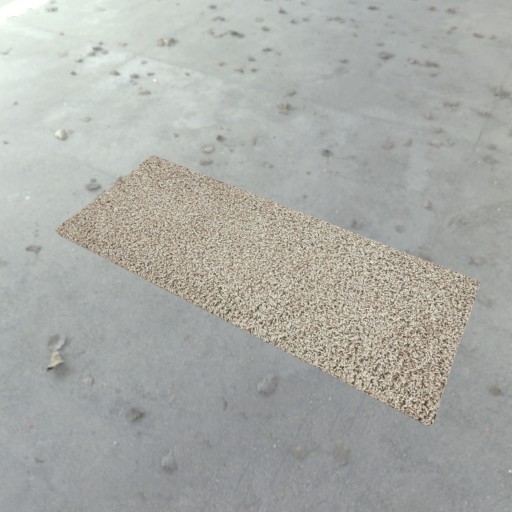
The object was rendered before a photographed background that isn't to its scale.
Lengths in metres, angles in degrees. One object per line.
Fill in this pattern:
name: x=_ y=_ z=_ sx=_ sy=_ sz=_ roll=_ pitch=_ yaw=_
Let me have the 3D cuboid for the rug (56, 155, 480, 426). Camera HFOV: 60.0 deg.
rug: x=0.000 y=0.000 z=1.690 sx=1.524 sy=0.030 sz=0.609 roll=24 pitch=52 yaw=21
